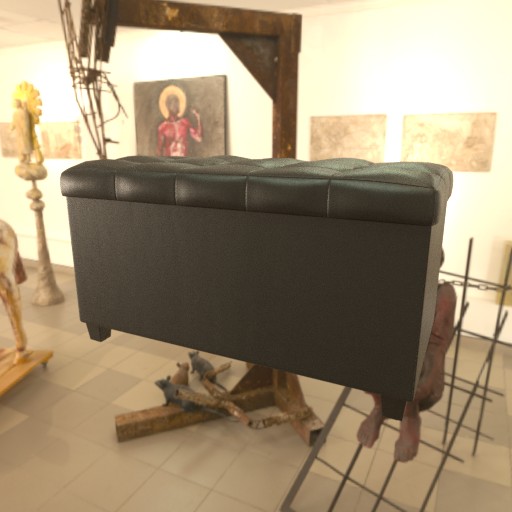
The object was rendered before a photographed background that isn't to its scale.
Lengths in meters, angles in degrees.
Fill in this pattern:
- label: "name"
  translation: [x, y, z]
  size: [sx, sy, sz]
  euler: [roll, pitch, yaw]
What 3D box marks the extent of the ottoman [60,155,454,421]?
- label: "ottoman"
  translation: [0.000, 0.000, 1.090]
  size: [0.838, 0.470, 0.432]
  euler: [7, 17, 25]
